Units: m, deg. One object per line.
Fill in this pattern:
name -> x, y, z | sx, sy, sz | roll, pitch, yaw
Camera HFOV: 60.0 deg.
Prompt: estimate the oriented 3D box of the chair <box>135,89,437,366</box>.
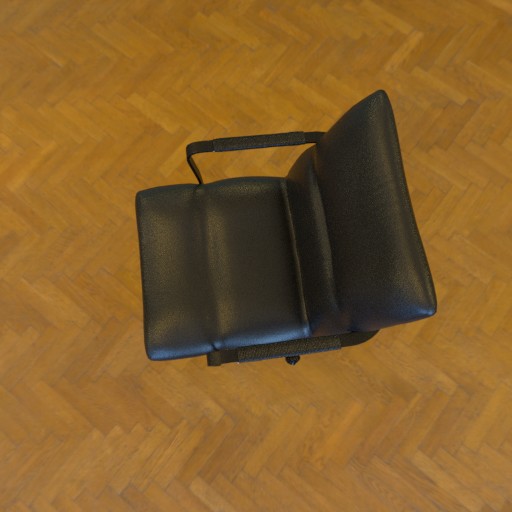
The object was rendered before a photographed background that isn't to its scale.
chair -> 0.000, 0.000, 1.451 | 0.748, 0.922, 0.719 | -7, 76, -2
